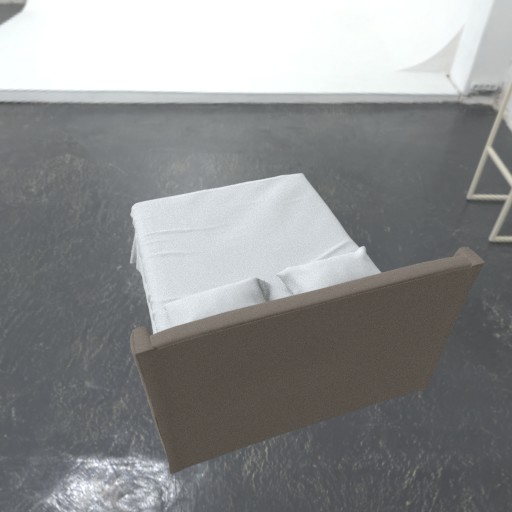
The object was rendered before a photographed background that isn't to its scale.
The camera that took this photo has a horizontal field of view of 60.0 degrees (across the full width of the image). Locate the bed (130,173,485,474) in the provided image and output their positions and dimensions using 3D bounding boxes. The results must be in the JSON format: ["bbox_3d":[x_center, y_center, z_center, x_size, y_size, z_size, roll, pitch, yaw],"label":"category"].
[{"bbox_3d":[0.000,0.000,3.414,1.925,1.332,2.276,-13,43,-14],"label":"bed"}]
